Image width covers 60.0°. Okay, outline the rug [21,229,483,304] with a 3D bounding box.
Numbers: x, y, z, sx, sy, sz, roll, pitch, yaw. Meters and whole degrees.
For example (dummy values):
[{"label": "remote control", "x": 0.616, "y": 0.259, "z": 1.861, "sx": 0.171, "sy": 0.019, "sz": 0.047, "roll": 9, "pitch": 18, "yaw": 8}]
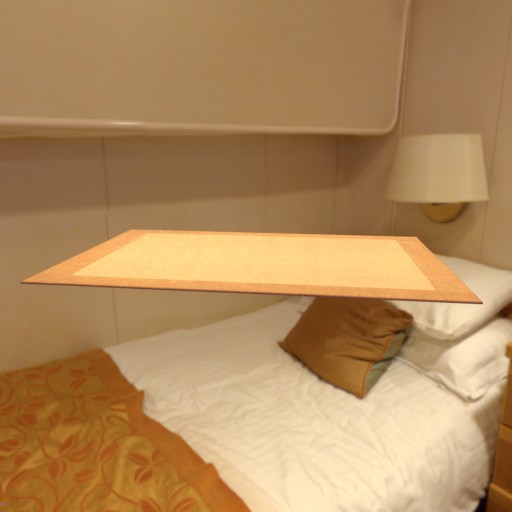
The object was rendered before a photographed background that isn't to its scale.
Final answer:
[{"label": "rug", "x": 0.000, "y": 0.000, "z": 3.037, "sx": 2.438, "sy": 0.014, "sz": 1.524, "roll": 2, "pitch": 15, "yaw": 7}]
